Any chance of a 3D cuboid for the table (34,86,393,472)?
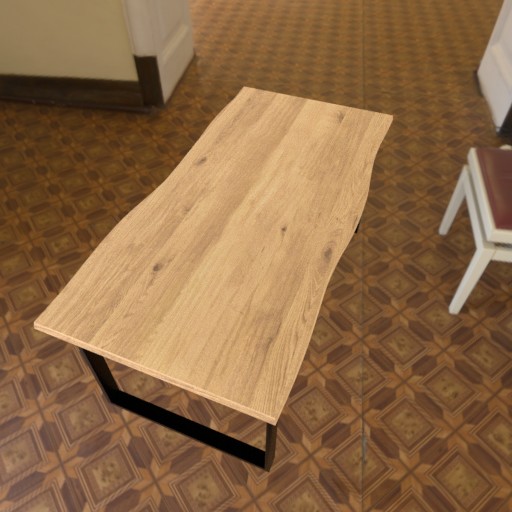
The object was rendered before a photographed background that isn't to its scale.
[{"bbox_3d":[0.000,0.000,2.202,0.900,0.780,1.800,17,49,15],"label":"table"}]
